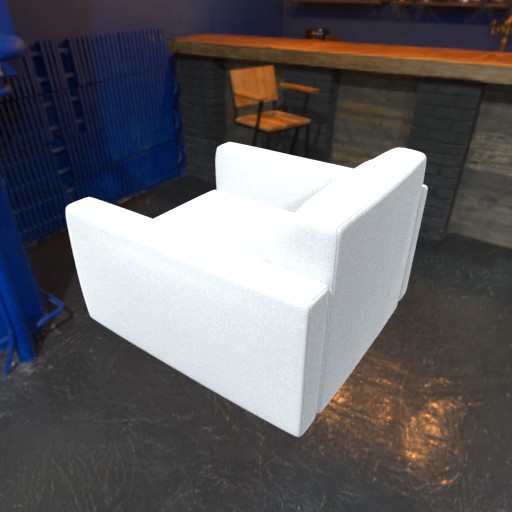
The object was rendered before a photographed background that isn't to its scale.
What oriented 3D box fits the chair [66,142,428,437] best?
[{"bbox_3d":[0.000,0.000,1.695,0.998,0.819,0.953,20,37,30],"label":"chair"}]
